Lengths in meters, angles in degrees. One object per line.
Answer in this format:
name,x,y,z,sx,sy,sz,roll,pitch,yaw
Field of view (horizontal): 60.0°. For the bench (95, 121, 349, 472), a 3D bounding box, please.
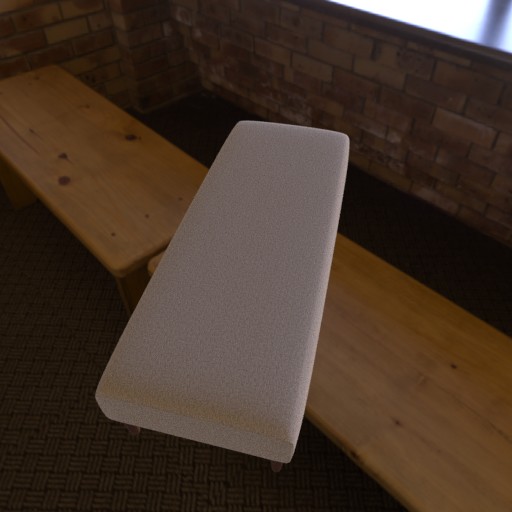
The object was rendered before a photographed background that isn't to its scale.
bench,0.000,0.000,1.881,0.631,0.383,1.598,10,47,9
